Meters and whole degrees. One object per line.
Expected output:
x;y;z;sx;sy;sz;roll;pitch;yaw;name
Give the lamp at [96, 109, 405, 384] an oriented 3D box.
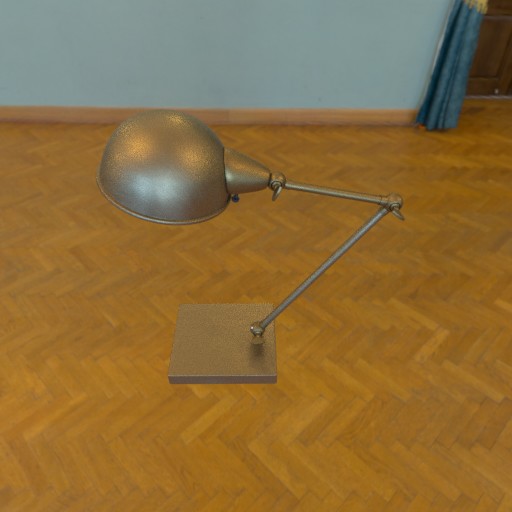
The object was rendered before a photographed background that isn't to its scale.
0.000;0.000;0.561;0.339;0.371;0.149;0;41;0;lamp
